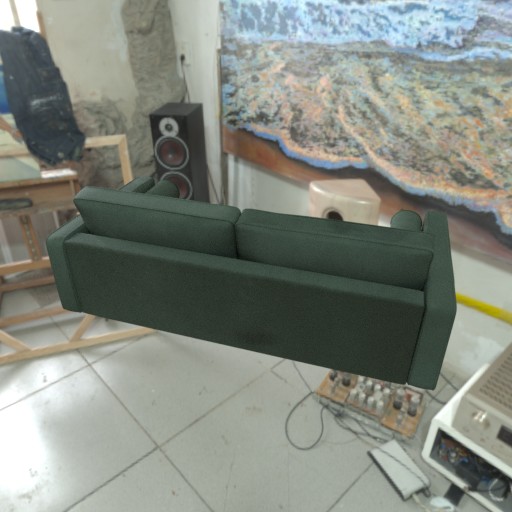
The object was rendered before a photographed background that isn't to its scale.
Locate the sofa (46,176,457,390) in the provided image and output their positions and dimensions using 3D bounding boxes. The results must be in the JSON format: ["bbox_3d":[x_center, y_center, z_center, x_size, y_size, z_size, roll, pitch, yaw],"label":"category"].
[{"bbox_3d":[0.000,0.000,2.336,1.880,0.772,0.916,9,32,15],"label":"sofa"}]
